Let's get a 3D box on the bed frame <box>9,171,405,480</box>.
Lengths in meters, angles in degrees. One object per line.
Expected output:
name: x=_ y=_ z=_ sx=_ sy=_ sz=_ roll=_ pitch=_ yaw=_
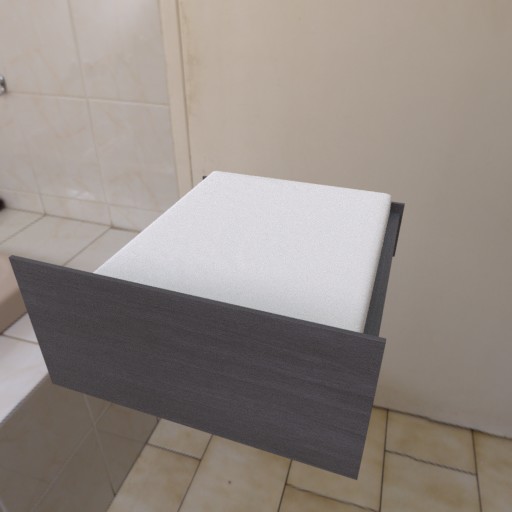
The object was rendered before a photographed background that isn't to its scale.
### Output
bed frame: x=0.000 y=0.000 z=2.719 sx=1.622 sy=0.800 sz=1.960 roll=11 pitch=33 yaw=16
